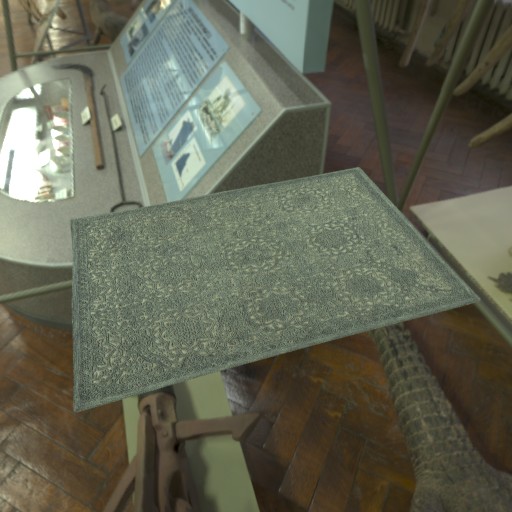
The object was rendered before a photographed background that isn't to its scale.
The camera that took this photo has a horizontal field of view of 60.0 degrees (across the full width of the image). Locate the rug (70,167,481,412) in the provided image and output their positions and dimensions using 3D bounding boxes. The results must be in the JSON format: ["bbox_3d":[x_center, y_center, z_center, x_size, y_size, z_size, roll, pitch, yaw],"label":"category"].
[{"bbox_3d":[0.000,0.000,2.293,1.830,0.016,1.224,-12,44,-13],"label":"rug"}]
